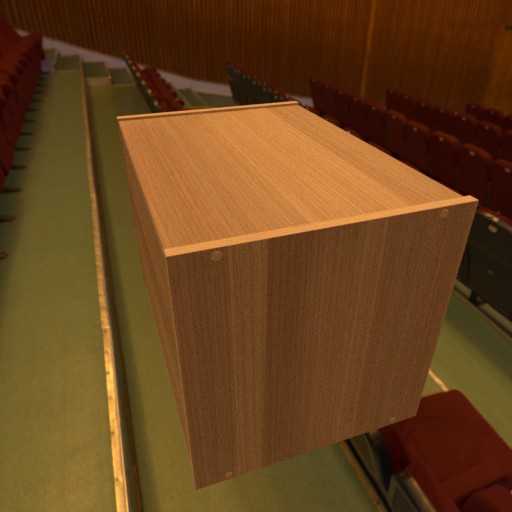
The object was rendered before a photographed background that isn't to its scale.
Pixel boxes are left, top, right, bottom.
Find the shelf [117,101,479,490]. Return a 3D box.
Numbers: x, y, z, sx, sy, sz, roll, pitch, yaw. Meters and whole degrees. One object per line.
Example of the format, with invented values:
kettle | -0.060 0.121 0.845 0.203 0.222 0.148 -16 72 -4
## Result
shelf | 0.000 0.000 0.615 0.290 0.305 0.415 -11 34 -17
